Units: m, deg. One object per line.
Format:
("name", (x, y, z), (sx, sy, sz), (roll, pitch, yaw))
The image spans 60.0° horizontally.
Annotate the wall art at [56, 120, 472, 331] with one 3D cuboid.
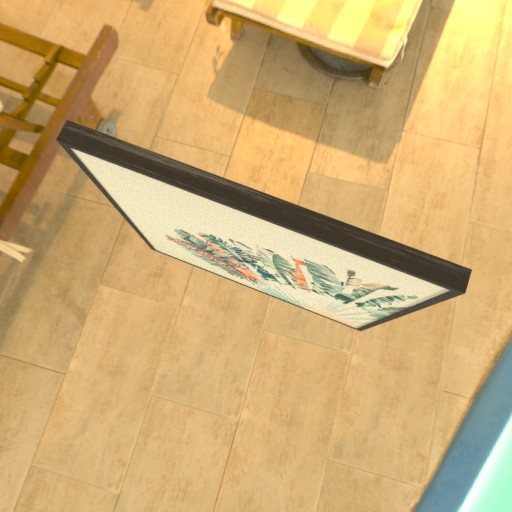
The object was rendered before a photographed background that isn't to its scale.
("wall art", (0.000, 0.000, 1.140), (0.762, 0.758, 0.043), (21, 77, 5))
